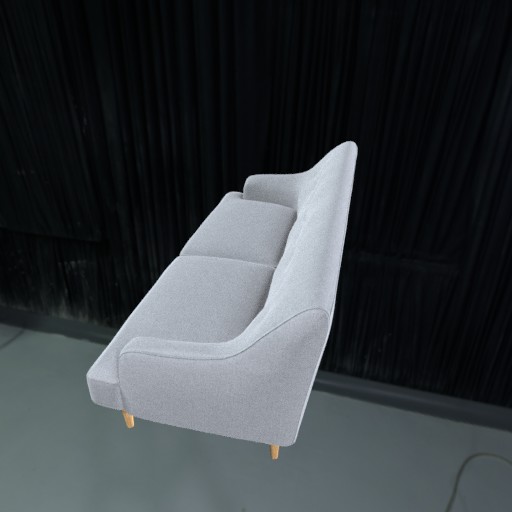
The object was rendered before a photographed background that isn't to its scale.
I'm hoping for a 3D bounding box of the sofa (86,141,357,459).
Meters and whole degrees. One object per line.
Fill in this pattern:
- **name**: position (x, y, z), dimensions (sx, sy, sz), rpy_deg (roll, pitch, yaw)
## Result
- **sofa**: position (0.000, 0.000, 2.533), dimensions (0.978, 0.871, 2.057), rpy_deg (7, 31, 12)
